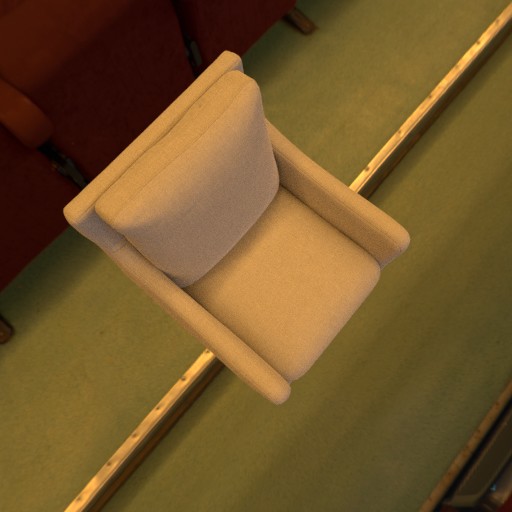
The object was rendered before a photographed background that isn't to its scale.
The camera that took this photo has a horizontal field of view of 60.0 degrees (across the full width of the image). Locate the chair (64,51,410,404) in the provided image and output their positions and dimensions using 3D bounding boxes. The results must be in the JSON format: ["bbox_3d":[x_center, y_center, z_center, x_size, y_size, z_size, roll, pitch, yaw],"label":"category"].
[{"bbox_3d":[0.000,0.000,1.399,0.694,0.914,0.626,39,79,9],"label":"chair"}]
